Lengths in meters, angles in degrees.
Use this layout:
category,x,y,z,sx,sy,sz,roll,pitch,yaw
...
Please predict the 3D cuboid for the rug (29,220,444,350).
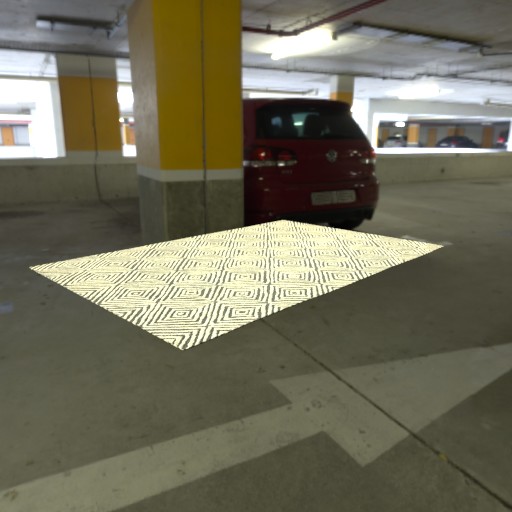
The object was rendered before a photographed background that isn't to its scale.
category,x,y,z,sx,sy,sz,roll,pitch,yaw
rug,0.000,0.000,2.217,1.177,0.004,1.750,14,20,43
